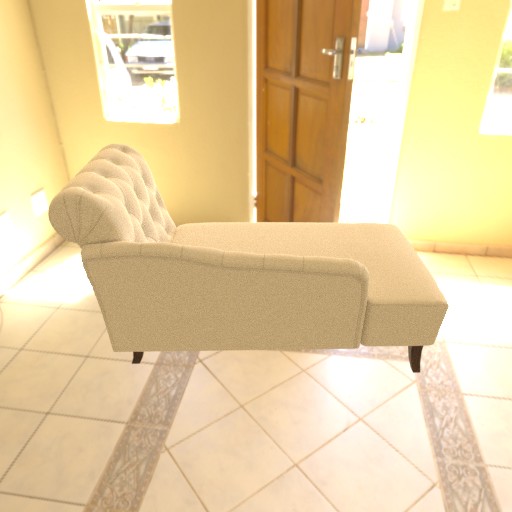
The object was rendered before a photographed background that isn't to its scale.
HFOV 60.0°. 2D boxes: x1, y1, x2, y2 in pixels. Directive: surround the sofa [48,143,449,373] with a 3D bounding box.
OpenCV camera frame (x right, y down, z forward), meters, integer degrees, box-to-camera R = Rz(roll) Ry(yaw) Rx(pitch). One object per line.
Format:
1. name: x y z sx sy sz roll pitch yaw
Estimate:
1. sofa: 0.000 0.000 1.839 1.379 0.787 0.675 -1 30 -1
